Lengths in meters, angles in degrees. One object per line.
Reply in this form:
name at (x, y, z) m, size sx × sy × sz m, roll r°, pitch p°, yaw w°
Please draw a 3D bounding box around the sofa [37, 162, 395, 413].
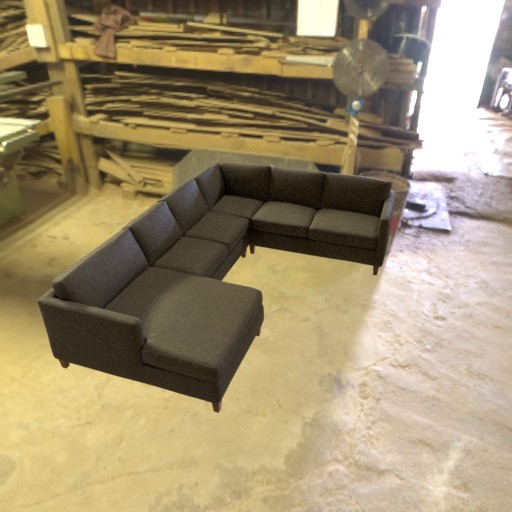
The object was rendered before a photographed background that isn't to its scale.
sofa at (0.000, 0.000, 4.713) m, size 2.594 × 0.961 × 3.460 m, roll 10°, pitch 31°, yaw 17°
